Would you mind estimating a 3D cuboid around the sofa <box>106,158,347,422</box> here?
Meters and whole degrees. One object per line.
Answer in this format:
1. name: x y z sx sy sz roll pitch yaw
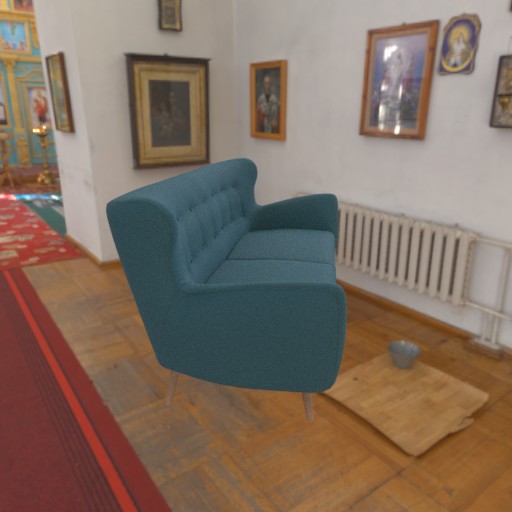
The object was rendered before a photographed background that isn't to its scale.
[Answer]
1. sofa: 0.000 0.000 2.358 0.889 0.890 1.930 3 17 9
